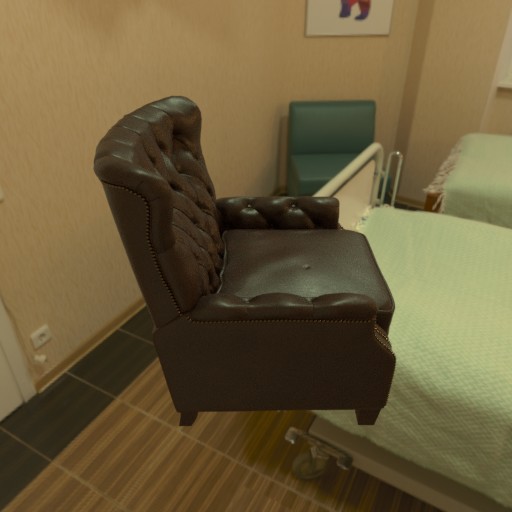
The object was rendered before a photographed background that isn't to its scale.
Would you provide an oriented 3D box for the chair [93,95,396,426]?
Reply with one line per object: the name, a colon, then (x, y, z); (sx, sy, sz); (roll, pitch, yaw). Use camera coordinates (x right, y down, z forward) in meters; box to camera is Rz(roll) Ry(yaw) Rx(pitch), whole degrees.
chair: (0.000, 0.000, 1.447); (0.823, 0.864, 0.709); (0, 32, 0)
